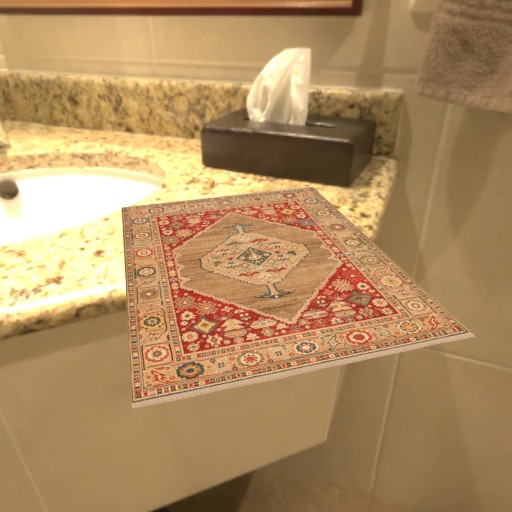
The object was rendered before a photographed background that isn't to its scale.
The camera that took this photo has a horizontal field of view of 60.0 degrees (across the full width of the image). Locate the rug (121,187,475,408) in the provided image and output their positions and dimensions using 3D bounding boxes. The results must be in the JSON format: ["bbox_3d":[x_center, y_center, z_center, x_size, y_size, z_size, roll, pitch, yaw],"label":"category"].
[{"bbox_3d":[0.000,0.000,4.263,2.451,0.008,3.143,-8,31,-14],"label":"rug"}]
